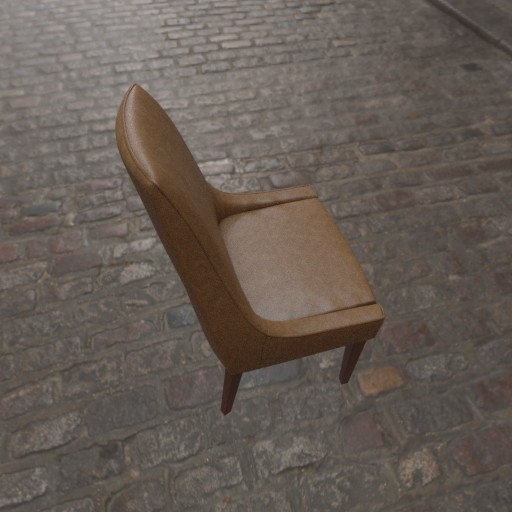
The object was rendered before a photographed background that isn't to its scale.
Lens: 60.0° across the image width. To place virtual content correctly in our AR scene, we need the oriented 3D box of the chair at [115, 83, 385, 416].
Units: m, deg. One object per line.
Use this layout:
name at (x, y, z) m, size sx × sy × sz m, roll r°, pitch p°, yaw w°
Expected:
chair at (0.000, 0.000, 1.181) m, size 0.544 × 0.861 × 0.529 m, roll -12°, pitch 49°, yaw -10°
